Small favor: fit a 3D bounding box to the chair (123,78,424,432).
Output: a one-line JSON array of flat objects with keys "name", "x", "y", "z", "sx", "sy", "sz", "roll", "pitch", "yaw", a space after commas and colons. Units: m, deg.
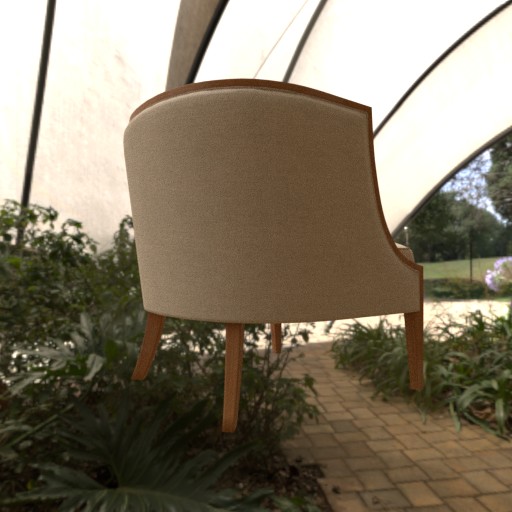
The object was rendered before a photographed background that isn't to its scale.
[{"name": "chair", "x": 0.000, "y": 0.000, "z": 1.354, "sx": 0.757, "sy": 0.775, "sz": 0.711, "roll": 1, "pitch": -1, "yaw": -36}]
